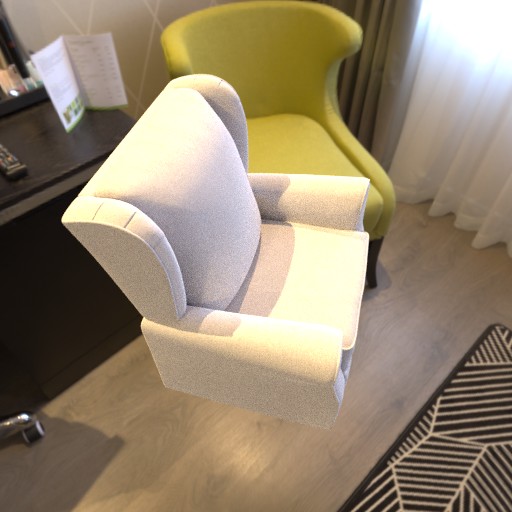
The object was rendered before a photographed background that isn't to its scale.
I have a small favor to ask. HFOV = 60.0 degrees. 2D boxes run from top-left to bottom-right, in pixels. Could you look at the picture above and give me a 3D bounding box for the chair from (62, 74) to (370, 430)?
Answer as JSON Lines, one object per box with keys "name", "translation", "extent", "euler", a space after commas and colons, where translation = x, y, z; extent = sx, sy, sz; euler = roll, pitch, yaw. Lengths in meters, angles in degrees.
{"name": "chair", "translation": [0.000, 0.000, 1.653], "extent": [0.854, 0.967, 0.906], "euler": [12, 50, 10]}
